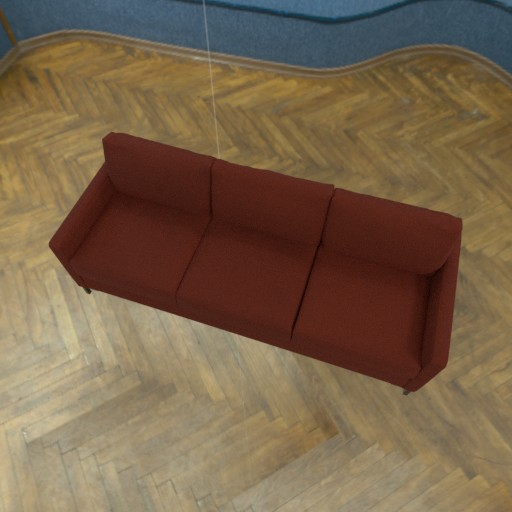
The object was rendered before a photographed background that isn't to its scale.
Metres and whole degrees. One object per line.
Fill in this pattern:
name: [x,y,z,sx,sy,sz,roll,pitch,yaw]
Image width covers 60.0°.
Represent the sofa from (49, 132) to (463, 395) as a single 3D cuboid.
sofa: [0.000,0.000,2.676,2.252,0.879,0.875,16,60,10]
